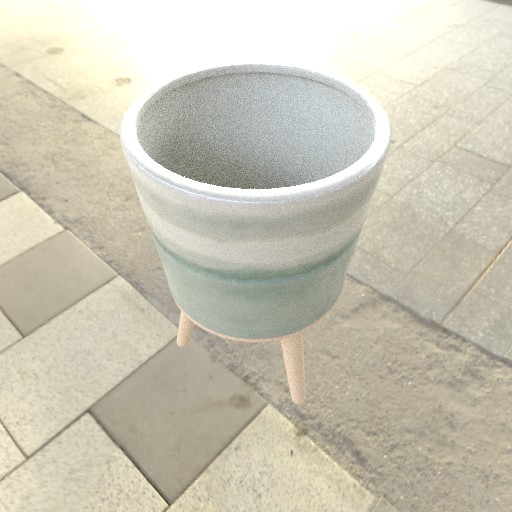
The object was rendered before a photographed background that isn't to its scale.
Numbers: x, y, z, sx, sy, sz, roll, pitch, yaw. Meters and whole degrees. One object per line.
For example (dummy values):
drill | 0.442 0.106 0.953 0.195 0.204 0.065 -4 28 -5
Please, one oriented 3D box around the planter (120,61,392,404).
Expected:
planter | 0.000 0.000 0.583 0.265 0.404 0.265 32 54 27
